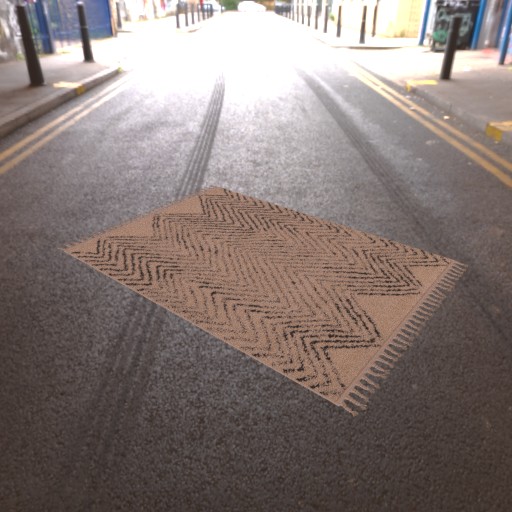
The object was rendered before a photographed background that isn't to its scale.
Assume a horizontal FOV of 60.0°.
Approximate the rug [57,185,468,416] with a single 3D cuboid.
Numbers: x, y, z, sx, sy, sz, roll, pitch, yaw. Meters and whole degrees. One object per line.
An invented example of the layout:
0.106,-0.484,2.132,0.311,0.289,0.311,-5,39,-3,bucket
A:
0.000,0.000,2.356,1.847,0.014,1.230,22,37,33,rug
